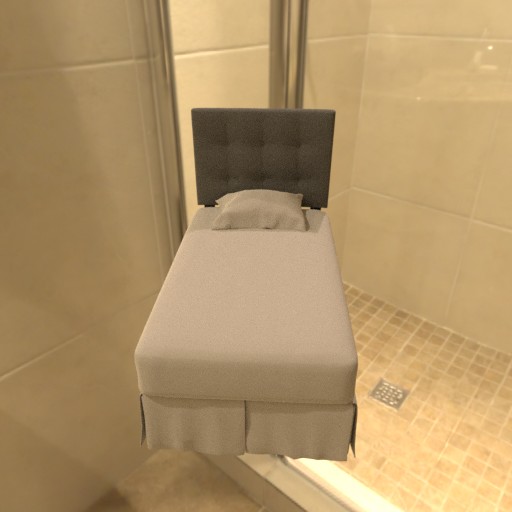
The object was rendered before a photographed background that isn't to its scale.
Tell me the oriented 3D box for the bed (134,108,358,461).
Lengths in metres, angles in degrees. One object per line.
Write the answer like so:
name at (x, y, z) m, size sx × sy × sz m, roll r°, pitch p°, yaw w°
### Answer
bed at (0.000, 0.000, 3.033) m, size 1.261 × 1.571 × 1.997 m, roll 2°, pitch 30°, yaw 3°
